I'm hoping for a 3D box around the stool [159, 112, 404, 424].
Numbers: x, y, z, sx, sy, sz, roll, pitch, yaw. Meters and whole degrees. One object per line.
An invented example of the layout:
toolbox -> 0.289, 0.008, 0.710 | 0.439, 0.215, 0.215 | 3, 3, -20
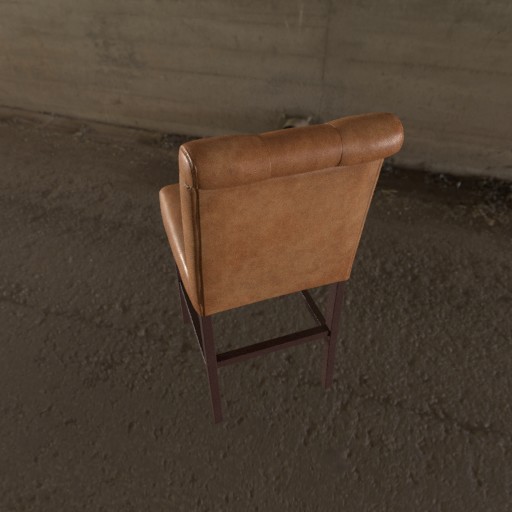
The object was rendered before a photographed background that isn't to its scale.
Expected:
stool -> 0.000, 0.000, 1.379 | 0.493, 1.047, 0.601 | -13, 42, -15
